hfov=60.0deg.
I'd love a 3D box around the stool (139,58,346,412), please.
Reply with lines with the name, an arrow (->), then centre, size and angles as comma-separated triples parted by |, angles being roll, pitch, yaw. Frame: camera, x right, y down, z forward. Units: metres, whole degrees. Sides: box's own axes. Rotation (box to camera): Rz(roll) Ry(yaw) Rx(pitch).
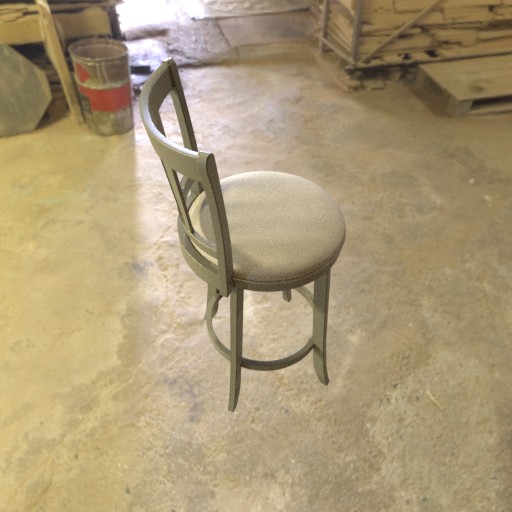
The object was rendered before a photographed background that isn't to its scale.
stool -> 0.000, 0.000, 1.281 | 0.486, 0.994, 0.450 | -12, 47, -11
